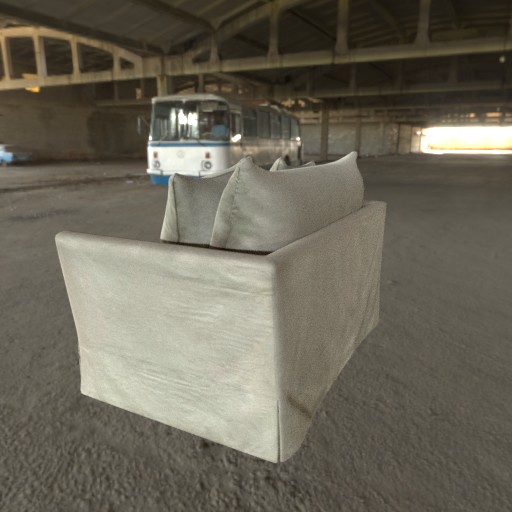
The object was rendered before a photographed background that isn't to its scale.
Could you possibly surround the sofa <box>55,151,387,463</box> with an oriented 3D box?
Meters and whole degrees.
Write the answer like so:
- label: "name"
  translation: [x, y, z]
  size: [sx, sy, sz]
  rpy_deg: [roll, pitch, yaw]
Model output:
- label: "sofa"
  translation: [0.000, 0.000, 2.271]
  size: [1.035, 1.040, 1.608]
  rpy_deg: [7, 16, 27]
